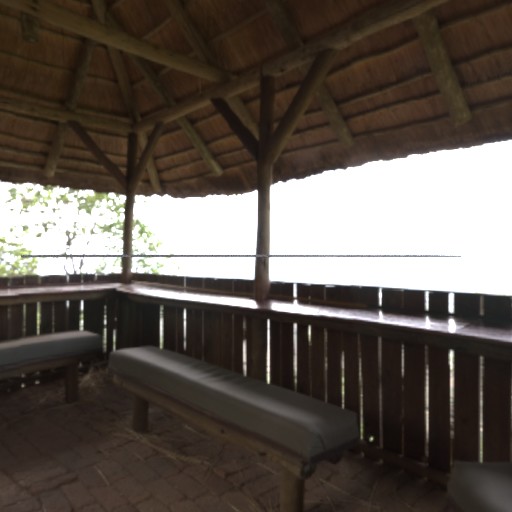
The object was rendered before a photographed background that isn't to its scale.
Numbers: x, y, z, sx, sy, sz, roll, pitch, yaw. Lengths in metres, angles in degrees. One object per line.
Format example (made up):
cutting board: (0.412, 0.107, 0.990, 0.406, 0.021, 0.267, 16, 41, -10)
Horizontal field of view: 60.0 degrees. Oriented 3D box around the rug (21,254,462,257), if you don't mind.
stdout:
rug: (0.000, 0.000, 2.016, 1.827, 0.012, 0.553, 0, 0, -19)
